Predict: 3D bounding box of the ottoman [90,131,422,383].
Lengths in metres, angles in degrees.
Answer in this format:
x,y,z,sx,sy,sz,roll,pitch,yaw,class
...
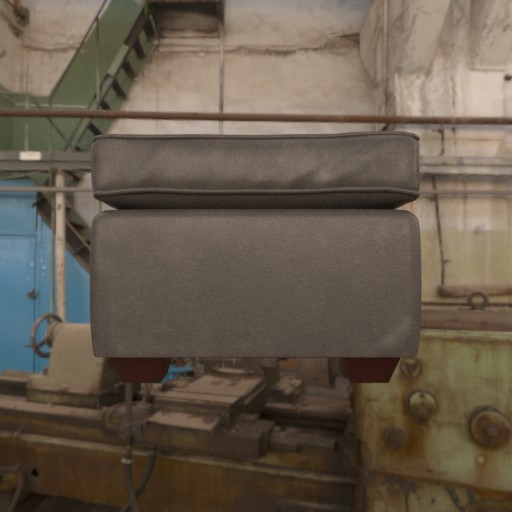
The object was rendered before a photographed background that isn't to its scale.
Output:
x,y,z,sx,sy,sz,roll,pitch,yaw,class
0.000,0.000,1.079,0.554,0.445,0.756,0,-1,0,ottoman
